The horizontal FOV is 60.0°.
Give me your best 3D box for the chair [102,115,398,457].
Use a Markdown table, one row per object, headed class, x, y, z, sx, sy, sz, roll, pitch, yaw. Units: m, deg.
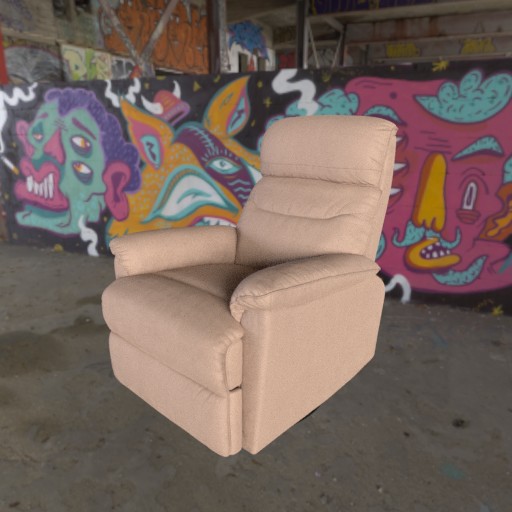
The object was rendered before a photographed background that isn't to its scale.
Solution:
| class | x | y | z | sx | sy | sz | roll | pitch | yaw |
| --- | --- | --- | --- | --- | --- | --- | --- | --- | --- |
| chair | 0.000 | 0.000 | 1.680 | 0.820 | 1.037 | 1.004 | 15 | 22 | 42 |
